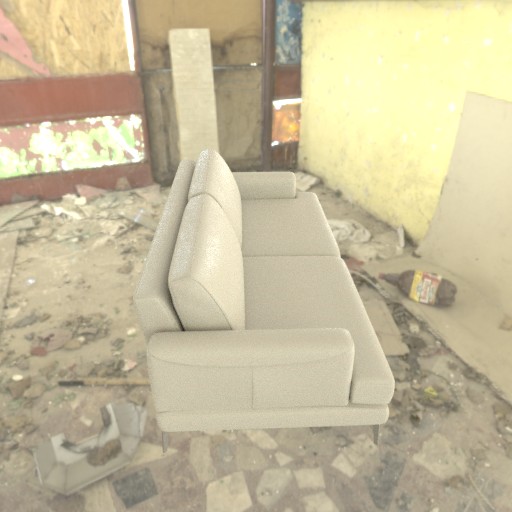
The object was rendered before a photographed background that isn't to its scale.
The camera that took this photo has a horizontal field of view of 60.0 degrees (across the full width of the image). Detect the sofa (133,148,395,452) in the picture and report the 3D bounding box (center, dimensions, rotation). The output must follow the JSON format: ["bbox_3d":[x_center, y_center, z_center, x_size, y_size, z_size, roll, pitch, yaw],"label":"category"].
[{"bbox_3d":[0.000,0.000,2.450,0.974,0.765,1.940,-1,29,-2],"label":"sofa"}]
